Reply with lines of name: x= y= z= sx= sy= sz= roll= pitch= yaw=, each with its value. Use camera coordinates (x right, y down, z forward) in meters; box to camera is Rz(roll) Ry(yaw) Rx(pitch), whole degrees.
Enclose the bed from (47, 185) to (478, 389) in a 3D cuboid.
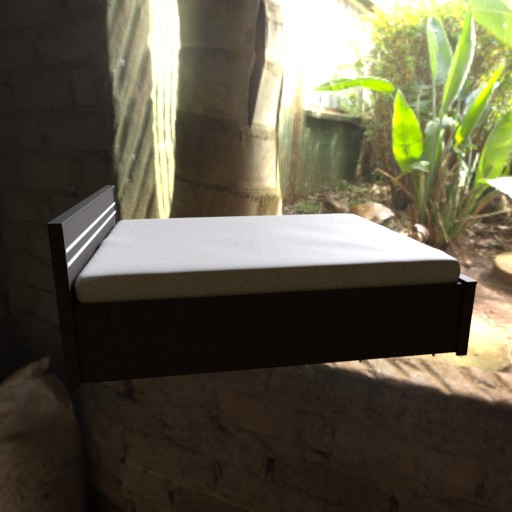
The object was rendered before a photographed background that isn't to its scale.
bed: x=0.000 y=0.000 z=2.962 sx=2.103 sy=0.808 sz=1.634 roll=-2 pitch=15 yaw=-9
